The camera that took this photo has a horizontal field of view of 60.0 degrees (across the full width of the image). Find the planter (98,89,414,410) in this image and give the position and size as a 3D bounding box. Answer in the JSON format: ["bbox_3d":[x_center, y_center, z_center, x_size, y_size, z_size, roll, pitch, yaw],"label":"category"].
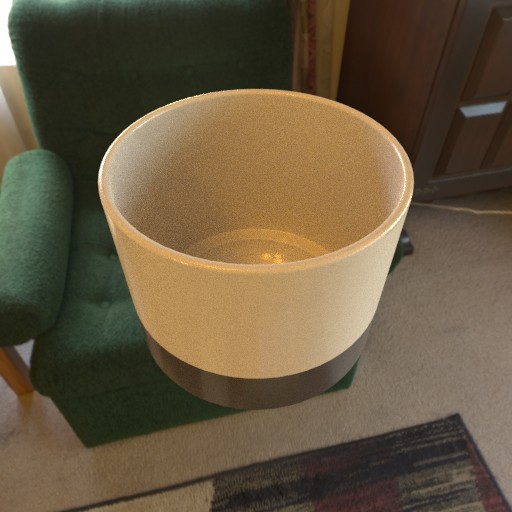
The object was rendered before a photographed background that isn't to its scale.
[{"bbox_3d":[0.000,0.000,0.341,0.193,0.177,0.193,0,46,0],"label":"planter"}]
